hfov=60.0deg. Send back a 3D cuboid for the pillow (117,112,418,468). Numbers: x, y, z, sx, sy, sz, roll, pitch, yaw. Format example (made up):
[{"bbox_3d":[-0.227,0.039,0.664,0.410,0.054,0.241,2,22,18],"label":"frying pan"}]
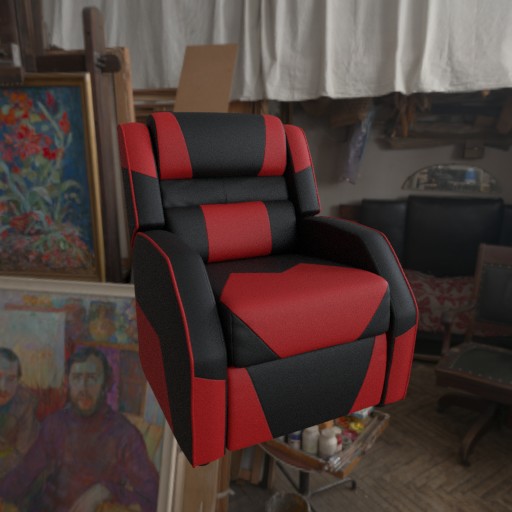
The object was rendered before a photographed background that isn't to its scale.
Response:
[{"bbox_3d":[0.000,0.000,1.260,0.620,0.805,0.672,-7,16,-25],"label":"pillow"}]
